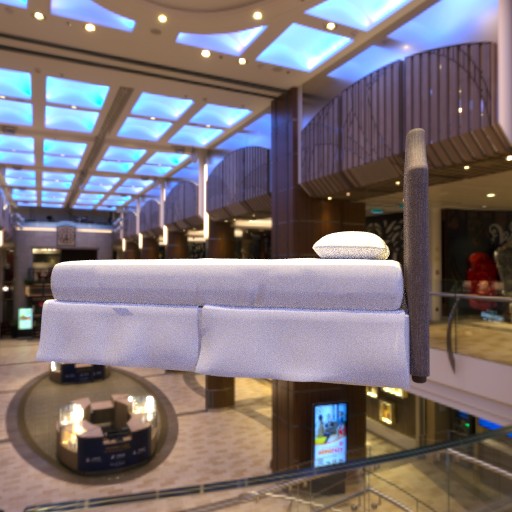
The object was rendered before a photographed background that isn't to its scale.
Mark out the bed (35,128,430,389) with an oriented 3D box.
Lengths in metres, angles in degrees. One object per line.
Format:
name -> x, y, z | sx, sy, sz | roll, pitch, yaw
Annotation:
bed -> 0.000, 0.000, 3.982 | 2.773, 1.590, 2.350 | 0, -1, 18
